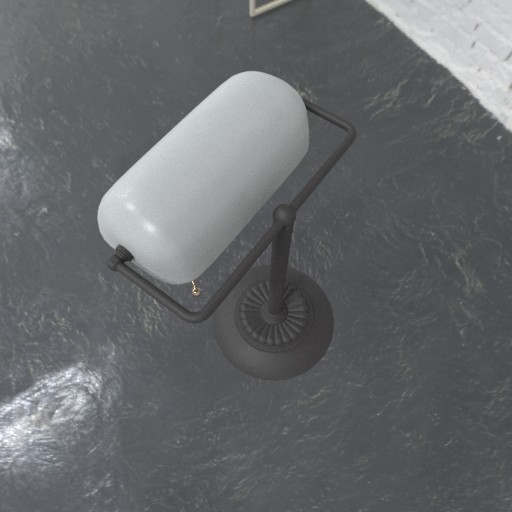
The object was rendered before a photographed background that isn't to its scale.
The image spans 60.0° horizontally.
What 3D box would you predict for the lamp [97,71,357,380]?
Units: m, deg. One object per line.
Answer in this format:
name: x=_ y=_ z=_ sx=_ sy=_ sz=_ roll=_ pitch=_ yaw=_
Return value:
lamp: x=0.000 y=0.000 z=0.515 sx=0.243 sy=0.339 sz=0.264 roll=33 pitch=68 yaw=16
